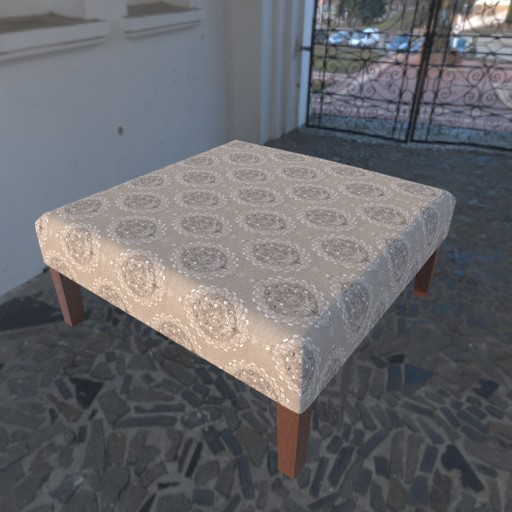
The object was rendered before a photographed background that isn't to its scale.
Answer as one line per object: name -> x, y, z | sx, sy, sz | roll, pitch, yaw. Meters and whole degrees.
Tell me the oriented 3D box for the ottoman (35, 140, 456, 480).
ottoman -> 0.000, 0.000, 1.378 | 0.890, 0.411, 0.889 | 22, 38, 31
